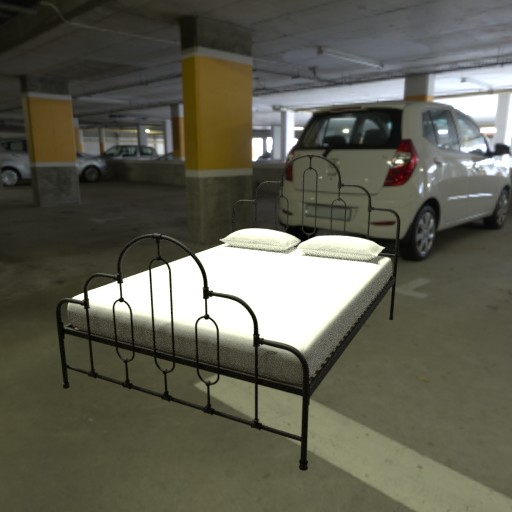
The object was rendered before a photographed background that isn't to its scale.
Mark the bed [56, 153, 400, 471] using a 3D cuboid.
[{"bbox_3d":[0.000,0.000,3.194,1.640,1.429,2.163,7,15,27],"label":"bed"}]
